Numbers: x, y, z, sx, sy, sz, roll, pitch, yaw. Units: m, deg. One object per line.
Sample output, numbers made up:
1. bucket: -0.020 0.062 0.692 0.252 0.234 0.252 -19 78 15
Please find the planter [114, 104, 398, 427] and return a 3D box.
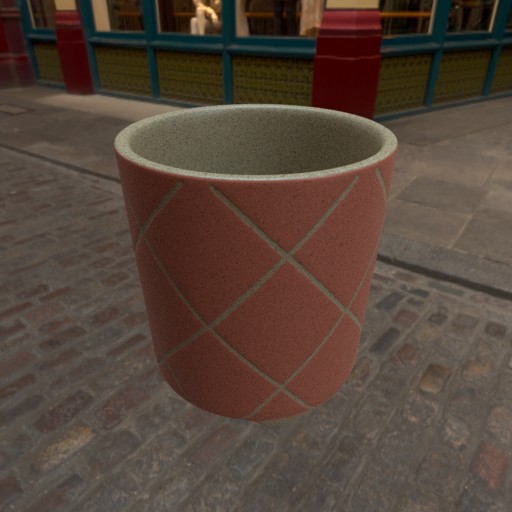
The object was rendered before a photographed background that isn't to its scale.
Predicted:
1. planter: 0.000 0.000 0.357 0.191 0.200 0.191 0 30 0
